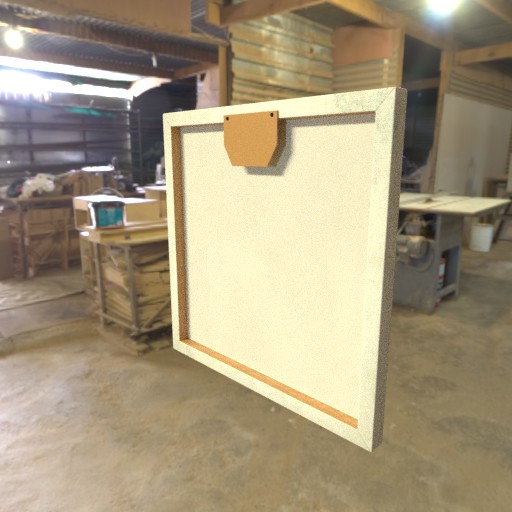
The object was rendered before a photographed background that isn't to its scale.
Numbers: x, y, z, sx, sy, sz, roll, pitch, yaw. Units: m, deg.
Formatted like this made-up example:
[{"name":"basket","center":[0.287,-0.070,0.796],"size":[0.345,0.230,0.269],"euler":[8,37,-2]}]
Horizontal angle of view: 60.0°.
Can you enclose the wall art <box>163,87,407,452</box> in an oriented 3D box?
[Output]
[{"name":"wall art","center":[0.000,0.000,0.928],"size":[0.044,0.605,0.605],"euler":[-12,18,-43]}]
